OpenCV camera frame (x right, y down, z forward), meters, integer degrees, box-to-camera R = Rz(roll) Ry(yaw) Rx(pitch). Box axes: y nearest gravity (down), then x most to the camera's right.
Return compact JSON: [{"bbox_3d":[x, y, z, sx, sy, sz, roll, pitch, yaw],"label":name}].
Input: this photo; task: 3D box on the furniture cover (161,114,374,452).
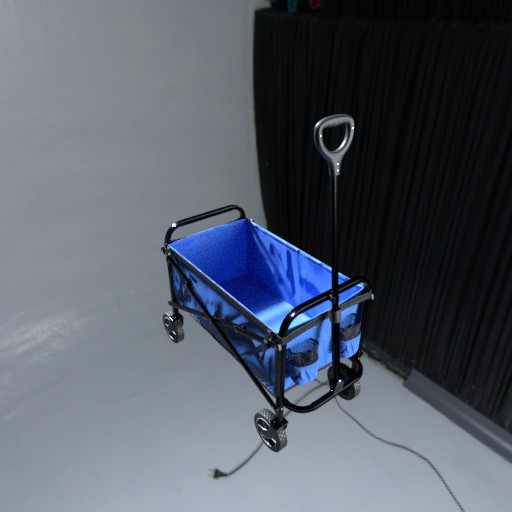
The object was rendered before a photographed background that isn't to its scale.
[{"bbox_3d":[0.000,0.000,1.859,0.532,1.295,1.038,-22,37,-32],"label":"furniture cover"}]
